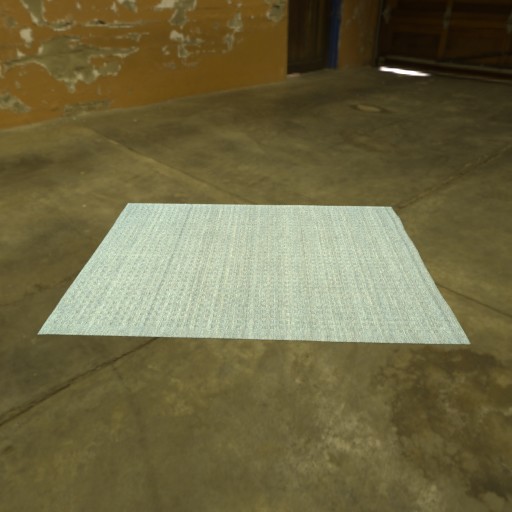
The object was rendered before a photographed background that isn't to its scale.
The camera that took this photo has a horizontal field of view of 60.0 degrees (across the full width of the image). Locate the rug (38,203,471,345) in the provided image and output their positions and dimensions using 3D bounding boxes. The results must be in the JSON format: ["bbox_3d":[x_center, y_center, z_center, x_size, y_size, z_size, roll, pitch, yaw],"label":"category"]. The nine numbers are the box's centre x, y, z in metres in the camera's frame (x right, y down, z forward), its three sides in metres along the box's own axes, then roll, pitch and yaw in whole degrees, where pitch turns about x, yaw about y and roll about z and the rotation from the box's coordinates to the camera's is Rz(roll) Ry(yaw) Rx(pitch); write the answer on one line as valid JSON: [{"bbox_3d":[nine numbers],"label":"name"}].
[{"bbox_3d":[0.000,0.000,4.308,3.200,0.007,2.443,1,30,2],"label":"rug"}]
